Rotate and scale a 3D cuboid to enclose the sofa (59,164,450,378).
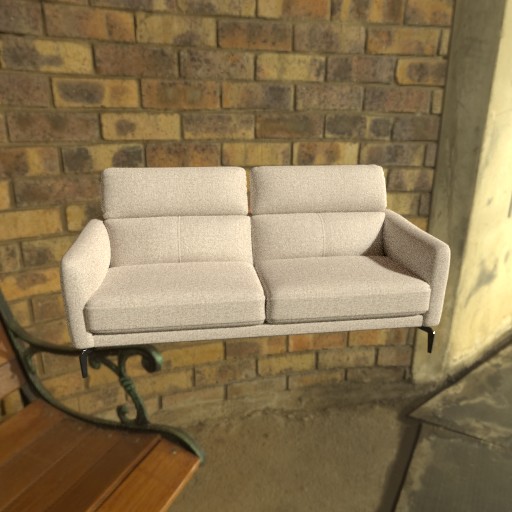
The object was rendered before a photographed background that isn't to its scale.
[{"bbox_3d":[0.000,0.000,2.569,2.015,0.956,0.856,-2,17,-7],"label":"sofa"}]
